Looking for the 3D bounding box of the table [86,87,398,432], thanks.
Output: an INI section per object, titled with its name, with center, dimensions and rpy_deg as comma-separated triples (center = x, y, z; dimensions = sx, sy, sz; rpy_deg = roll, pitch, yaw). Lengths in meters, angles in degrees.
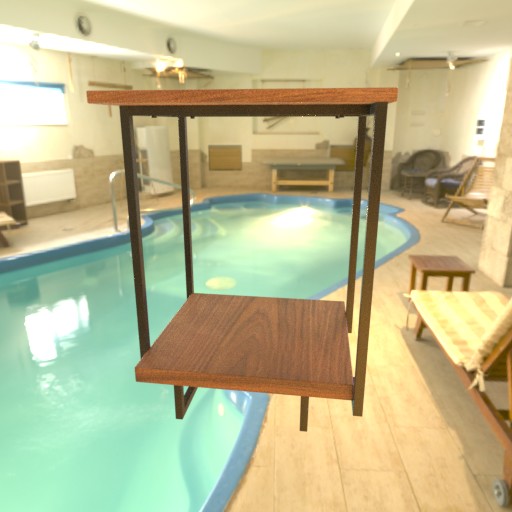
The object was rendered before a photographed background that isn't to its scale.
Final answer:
[table]
center = 0.000, 0.000, 0.837
dimensions = 0.411, 0.567, 0.384
rpy_deg = 2, 17, 8
